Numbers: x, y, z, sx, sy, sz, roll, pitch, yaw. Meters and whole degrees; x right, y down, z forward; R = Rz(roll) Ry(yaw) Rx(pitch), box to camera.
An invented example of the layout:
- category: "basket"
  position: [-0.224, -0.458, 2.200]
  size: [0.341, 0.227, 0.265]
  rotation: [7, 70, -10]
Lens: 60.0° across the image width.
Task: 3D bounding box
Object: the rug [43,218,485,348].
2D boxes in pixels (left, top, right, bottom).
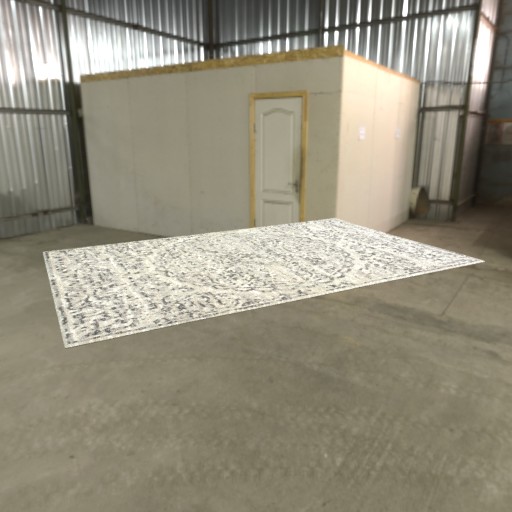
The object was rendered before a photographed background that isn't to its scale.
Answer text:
- category: "rug"
  position: [0.000, 0.000, 2.885]
  size: [2.447, 0.021, 1.527]
  rotation: [-8, 18, -27]
